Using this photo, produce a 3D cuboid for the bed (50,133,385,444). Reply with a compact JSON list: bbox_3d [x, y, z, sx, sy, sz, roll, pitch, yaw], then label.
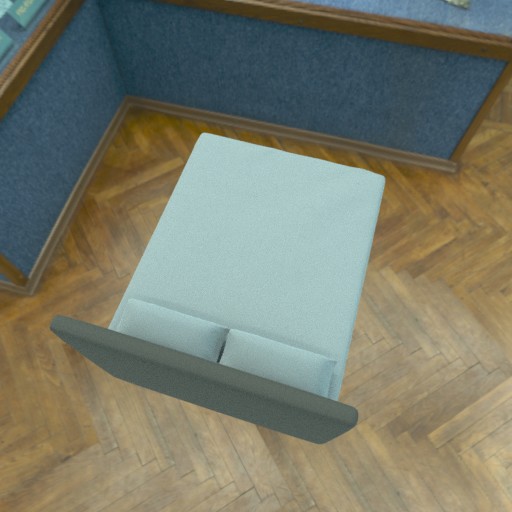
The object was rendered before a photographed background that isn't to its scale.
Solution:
[{"bbox_3d":[0.000,0.000,3.274,1.748,1.330,2.142,15,64,8],"label":"bed"}]
